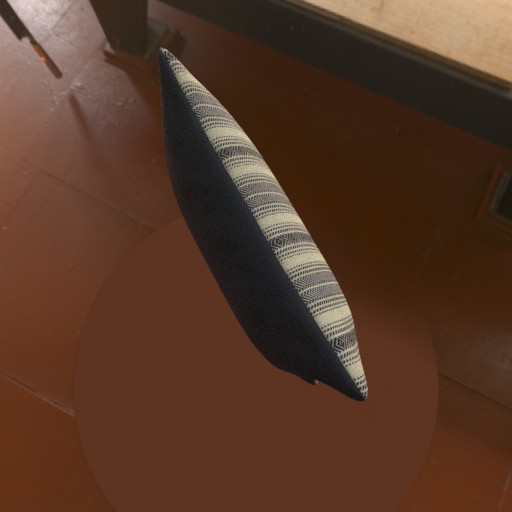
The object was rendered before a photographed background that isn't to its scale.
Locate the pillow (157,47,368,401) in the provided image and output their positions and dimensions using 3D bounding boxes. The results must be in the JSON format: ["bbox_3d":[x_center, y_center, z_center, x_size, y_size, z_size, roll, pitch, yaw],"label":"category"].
[{"bbox_3d":[0.000,0.000,0.784,0.166,0.508,0.520,-28,77,-7],"label":"pillow"}]
